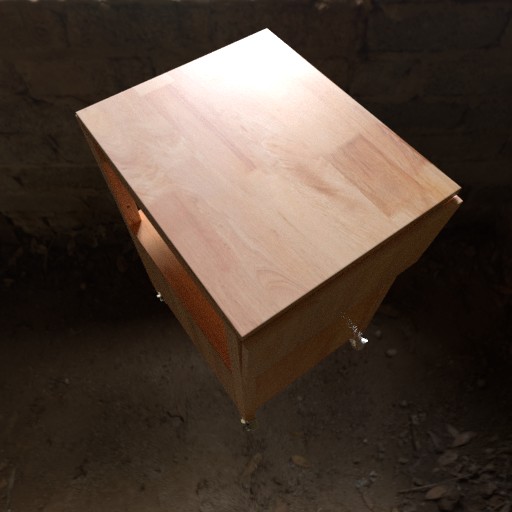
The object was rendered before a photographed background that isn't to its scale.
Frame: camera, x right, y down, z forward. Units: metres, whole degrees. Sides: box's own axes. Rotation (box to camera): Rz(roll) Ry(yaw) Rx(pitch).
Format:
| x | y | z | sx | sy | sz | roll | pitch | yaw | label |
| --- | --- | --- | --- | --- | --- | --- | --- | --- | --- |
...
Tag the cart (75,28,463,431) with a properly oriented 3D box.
| x | y | z | sx | sy | sz | roll | pitch | yaw | label |
| --- | --- | --- | --- | --- | --- | --- | --- | --- | --- |
| 0.000 | 0.000 | 1.234 | 0.508 | 0.838 | 0.640 | -32 | 65 | -17 | cart |
